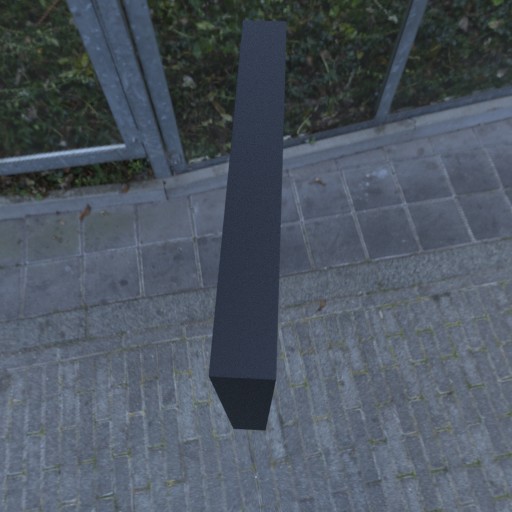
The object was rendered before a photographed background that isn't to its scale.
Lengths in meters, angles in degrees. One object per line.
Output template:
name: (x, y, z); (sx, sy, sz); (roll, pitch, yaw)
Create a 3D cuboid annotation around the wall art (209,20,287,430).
wall art: (0.000, 0.000, 0.452); (0.038, 0.304, 0.305); (3, 64, 1)
